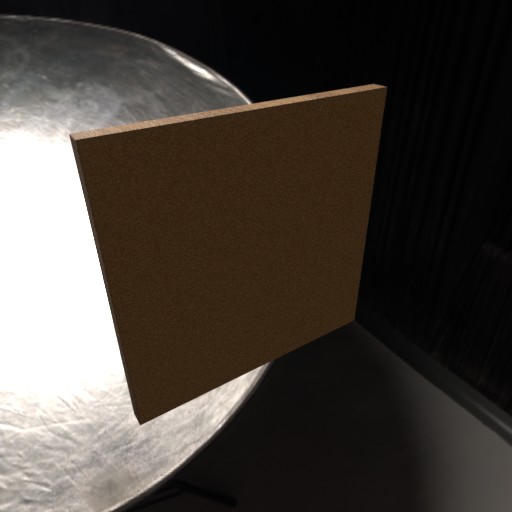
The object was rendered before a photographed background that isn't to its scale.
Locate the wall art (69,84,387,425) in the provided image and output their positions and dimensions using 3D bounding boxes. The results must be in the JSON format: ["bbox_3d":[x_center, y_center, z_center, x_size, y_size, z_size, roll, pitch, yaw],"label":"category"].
[{"bbox_3d":[0.000,0.000,0.918,0.611,0.608,0.042,-19,37,-28],"label":"wall art"}]
